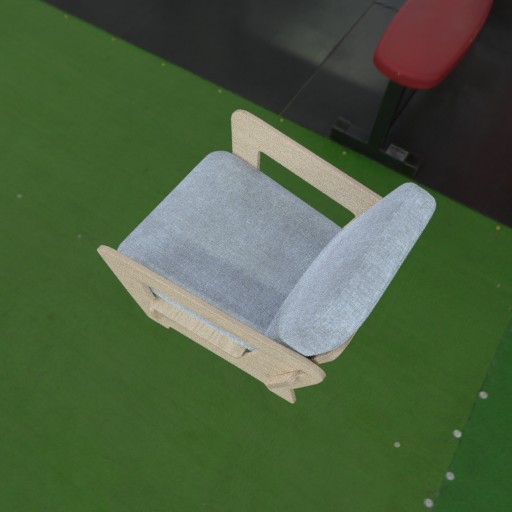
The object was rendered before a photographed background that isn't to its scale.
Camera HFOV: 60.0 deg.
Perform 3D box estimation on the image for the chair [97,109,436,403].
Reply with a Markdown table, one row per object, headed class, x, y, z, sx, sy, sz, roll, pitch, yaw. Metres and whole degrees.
| class | x | y | z | sx | sy | sz | roll | pitch | yaw |
| --- | --- | --- | --- | --- | --- | --- | --- | --- | --- |
| chair | 0.000 | 0.000 | 1.301 | 0.710 | 0.800 | 0.590 | 33 | 67 | 15 |
